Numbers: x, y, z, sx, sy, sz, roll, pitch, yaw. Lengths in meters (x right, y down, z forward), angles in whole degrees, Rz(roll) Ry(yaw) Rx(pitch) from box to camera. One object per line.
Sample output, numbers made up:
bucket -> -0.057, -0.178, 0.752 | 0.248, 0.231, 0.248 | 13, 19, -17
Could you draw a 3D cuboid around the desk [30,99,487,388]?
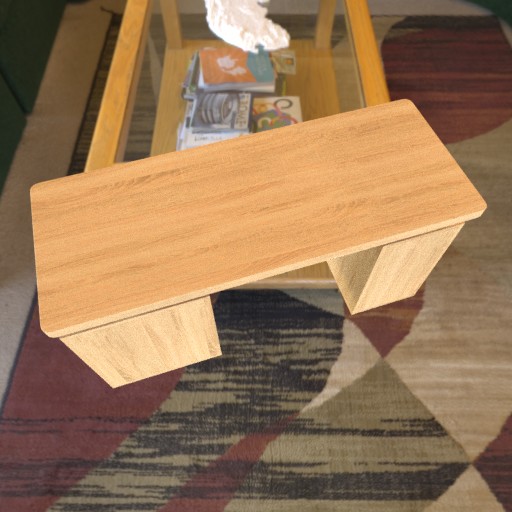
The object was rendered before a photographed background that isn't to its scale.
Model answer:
desk -> 0.000, 0.000, 1.770 | 1.400, 0.760, 0.550 | -15, 61, -9
